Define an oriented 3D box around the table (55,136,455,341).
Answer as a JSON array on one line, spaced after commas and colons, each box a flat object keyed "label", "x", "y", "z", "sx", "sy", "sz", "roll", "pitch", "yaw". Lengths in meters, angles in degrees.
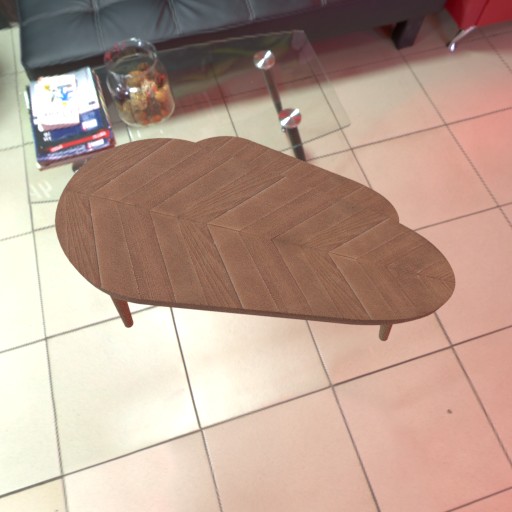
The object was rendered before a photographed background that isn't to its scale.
[{"label": "table", "x": 0.000, "y": 0.000, "z": 1.598, "sx": 1.190, "sy": 0.595, "sz": 0.701, "roll": 14, "pitch": 65, "yaw": 7}]
